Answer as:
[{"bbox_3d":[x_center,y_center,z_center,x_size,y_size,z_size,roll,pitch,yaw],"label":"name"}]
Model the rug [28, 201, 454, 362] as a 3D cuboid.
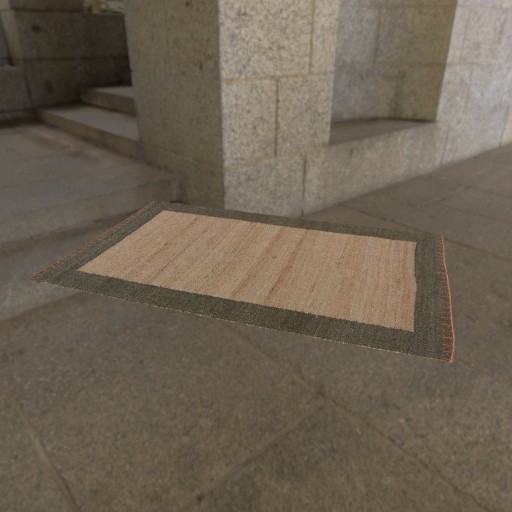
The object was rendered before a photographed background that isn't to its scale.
[{"bbox_3d":[0.000,0.000,2.986,2.435,0.006,1.521,9,28,17],"label":"rug"}]
